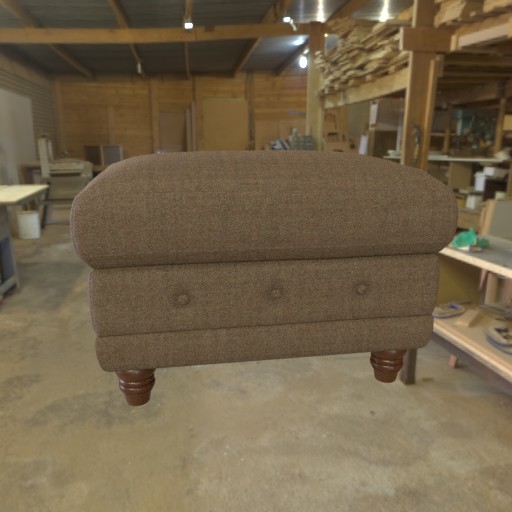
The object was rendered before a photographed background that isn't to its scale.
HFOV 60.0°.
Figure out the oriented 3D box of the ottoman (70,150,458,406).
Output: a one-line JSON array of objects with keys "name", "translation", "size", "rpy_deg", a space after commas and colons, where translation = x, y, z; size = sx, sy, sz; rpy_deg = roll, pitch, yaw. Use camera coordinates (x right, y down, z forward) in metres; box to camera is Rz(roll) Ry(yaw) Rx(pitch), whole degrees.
[{"name": "ottoman", "translation": [0.000, 0.000, 1.200], "size": [0.809, 0.555, 0.599], "rpy_deg": [-2, 15, -9]}]
